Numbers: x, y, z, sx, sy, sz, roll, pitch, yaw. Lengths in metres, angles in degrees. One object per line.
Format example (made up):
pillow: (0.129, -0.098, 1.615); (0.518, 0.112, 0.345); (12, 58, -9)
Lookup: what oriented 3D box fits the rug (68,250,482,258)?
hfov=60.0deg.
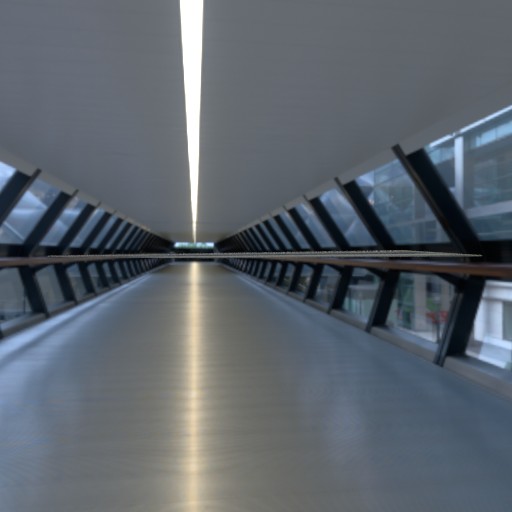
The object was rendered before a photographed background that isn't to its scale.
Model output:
rug: (0.000, 0.000, 2.923); (2.453, 0.003, 1.519); (-1, -1, 37)
